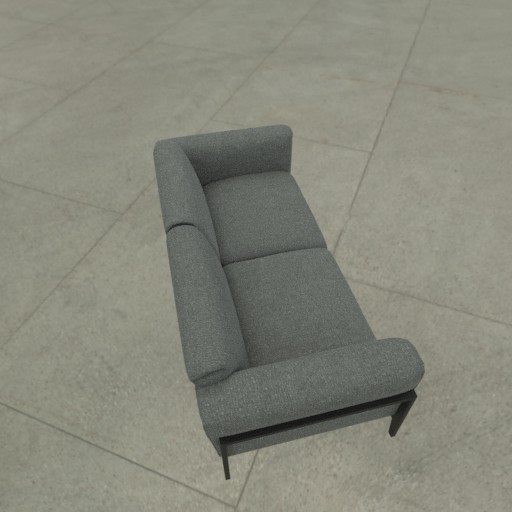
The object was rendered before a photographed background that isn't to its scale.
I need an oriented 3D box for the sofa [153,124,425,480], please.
[{"bbox_3d":[0.000,0.000,2.611,0.985,0.703,2.125,-10,47,-9],"label":"sofa"}]
